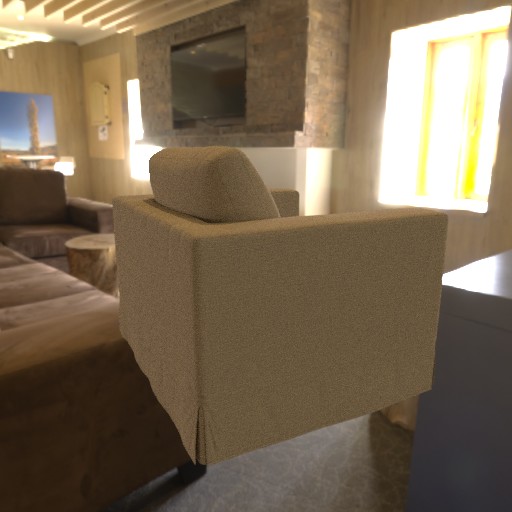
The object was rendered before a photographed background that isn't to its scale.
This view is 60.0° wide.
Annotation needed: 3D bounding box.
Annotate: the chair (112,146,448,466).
[{"bbox_3d":[0.000,0.000,1.829,0.957,0.878,1.150,-7,15,-27],"label":"chair"}]
